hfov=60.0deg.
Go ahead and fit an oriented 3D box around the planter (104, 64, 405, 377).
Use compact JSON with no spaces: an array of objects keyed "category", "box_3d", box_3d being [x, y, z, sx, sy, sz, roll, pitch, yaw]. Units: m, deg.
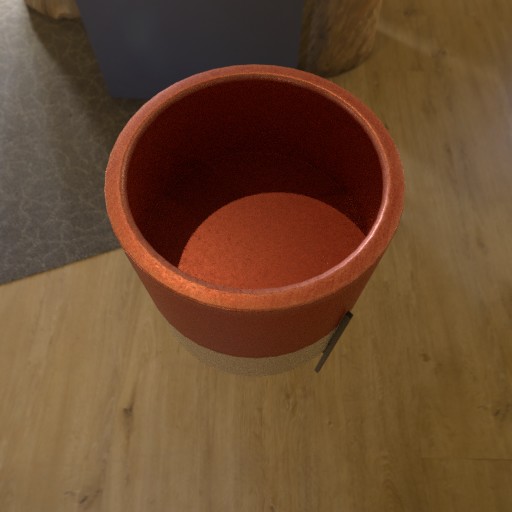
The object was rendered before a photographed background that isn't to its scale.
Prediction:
[{"category":"planter","box_3d":[0.000,0.000,0.715,0.345,0.465,0.354,16,65,8]}]
